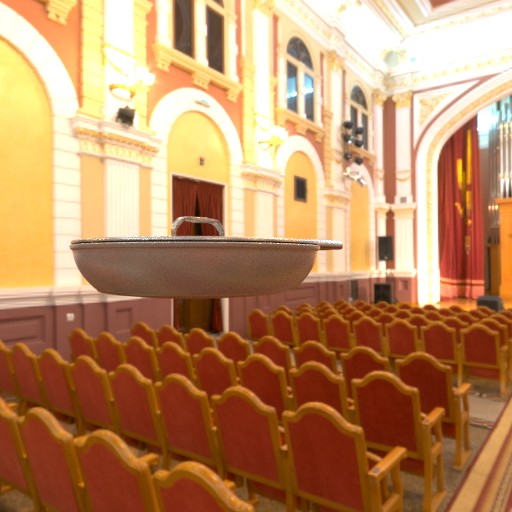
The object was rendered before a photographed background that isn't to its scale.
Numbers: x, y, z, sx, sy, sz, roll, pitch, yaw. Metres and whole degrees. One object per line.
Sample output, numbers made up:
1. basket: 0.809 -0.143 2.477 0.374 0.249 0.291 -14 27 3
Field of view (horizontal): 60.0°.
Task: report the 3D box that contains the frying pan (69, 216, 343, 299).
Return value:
1. frying pan: 0.000 0.000 0.591 0.272 0.086 0.490 0 -1 37
